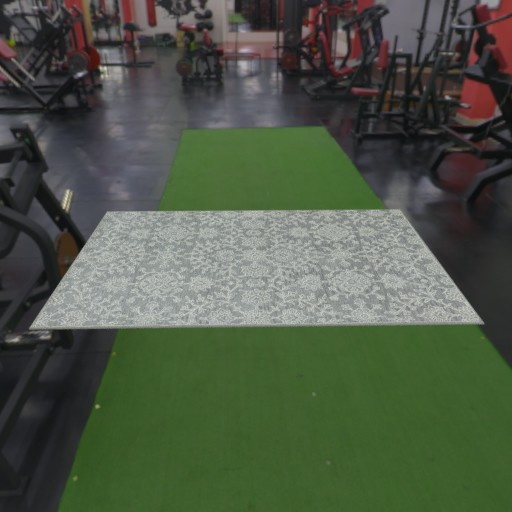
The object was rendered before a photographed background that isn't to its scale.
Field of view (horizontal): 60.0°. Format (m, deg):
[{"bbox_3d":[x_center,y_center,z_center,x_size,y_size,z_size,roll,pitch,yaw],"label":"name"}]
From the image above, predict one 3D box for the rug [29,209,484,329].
[{"bbox_3d":[0.000,0.000,3.022,2.430,0.010,1.515,-1,30,-1],"label":"rug"}]
